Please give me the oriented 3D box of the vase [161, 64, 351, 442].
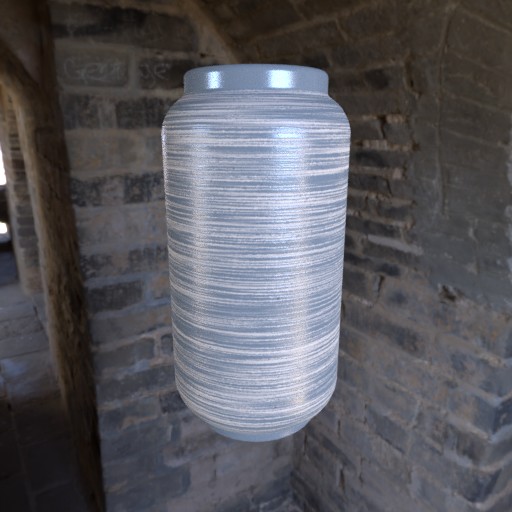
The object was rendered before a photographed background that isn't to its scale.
[{"bbox_3d":[0.000,0.000,0.300,0.116,0.230,0.116,0,16,0],"label":"vase"}]
